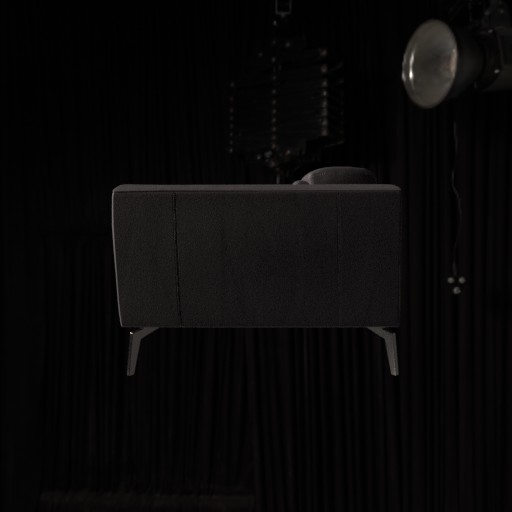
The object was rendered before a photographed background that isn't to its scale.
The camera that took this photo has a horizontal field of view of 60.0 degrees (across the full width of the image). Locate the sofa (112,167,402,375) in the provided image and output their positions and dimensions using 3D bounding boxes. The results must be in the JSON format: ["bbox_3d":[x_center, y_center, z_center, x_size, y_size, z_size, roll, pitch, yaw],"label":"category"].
[{"bbox_3d":[0.000,0.000,2.418,1.003,0.779,1.895,0,1,0],"label":"sofa"}]
